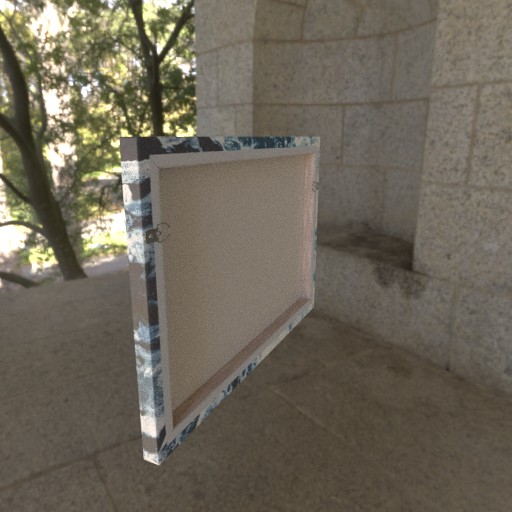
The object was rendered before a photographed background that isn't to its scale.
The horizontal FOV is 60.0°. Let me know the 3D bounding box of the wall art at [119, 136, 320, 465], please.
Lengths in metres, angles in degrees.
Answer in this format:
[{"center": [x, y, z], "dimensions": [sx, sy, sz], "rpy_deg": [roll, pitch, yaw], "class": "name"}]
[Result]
[{"center": [0.000, 0.000, 1.173], "dimensions": [0.042, 0.610, 0.915], "rpy_deg": [7, 17, 25], "class": "wall art"}]
